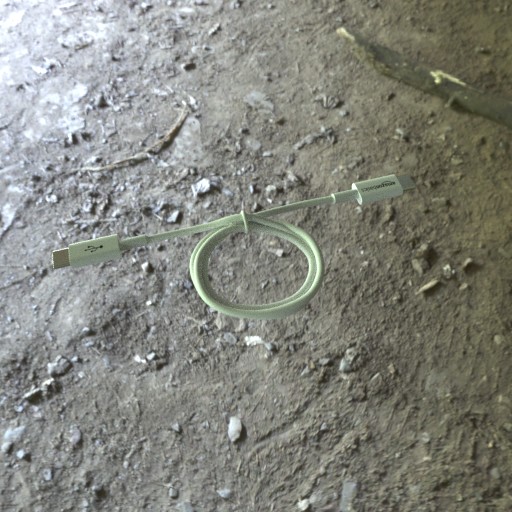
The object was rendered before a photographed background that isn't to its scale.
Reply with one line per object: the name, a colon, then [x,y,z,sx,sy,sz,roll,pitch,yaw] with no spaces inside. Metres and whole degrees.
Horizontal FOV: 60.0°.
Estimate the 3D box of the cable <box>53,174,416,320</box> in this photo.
cable: [0.000,0.000,0.228,0.203,0.014,0.070,-13,60,-8]
